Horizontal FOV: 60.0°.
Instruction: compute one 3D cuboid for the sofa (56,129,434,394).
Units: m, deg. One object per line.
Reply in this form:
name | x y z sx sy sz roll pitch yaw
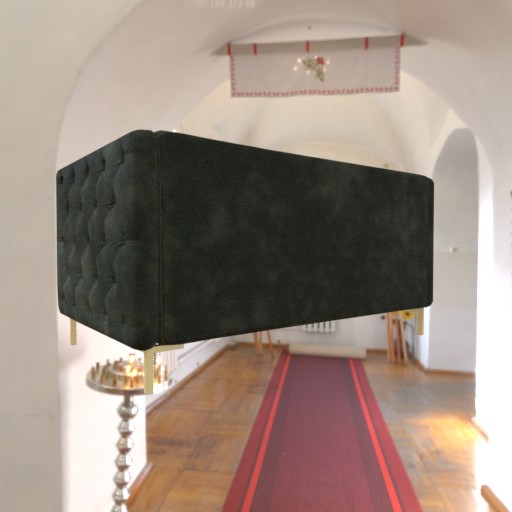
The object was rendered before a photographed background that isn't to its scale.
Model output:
sofa | 0.000 0.000 2.025 1.537 0.768 0.895 -1 2 -37
